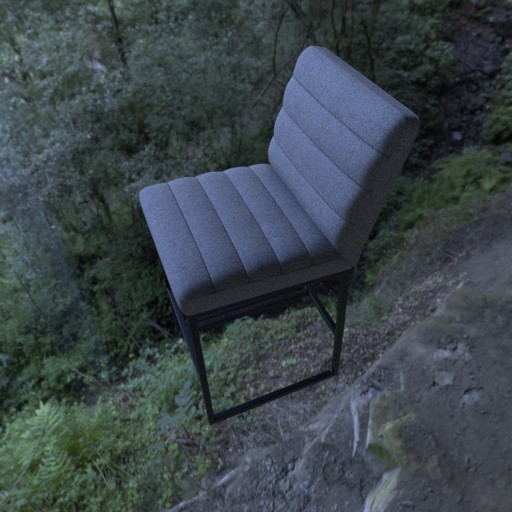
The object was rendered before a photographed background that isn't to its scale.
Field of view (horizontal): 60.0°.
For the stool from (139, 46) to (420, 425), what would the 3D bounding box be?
[{"bbox_3d":[0.000,0.000,1.348,0.571,1.034,0.459,-16,48,-16],"label":"stool"}]
